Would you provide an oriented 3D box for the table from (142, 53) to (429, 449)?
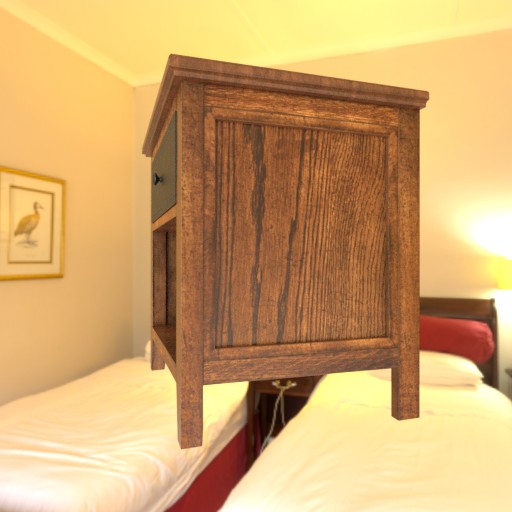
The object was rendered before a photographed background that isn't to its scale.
[{"bbox_3d":[0.000,0.000,0.999,0.461,0.597,0.586,0,0,-18],"label":"table"}]
